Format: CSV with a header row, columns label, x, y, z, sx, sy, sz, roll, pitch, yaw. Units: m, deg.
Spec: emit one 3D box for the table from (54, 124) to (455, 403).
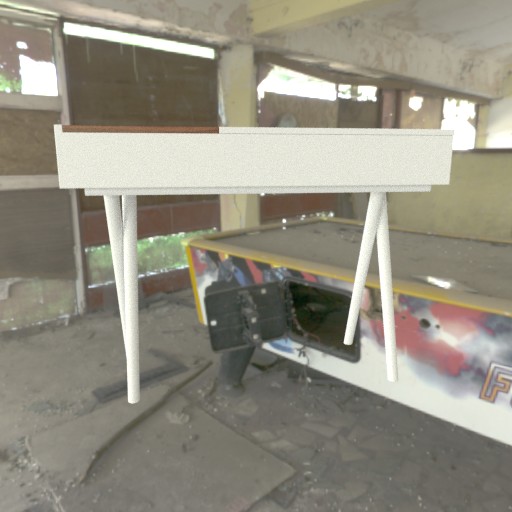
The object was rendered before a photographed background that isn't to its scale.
label,x,y,z,sx,sy,sz,roll,pitch,yaw
table,0.000,0.000,1.448,1.066,0.785,0.418,-2,13,-9
